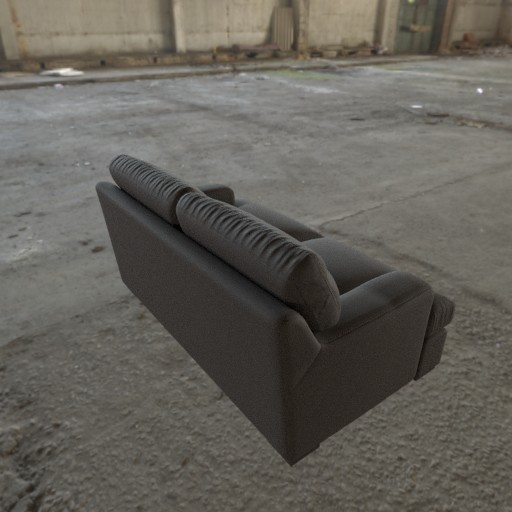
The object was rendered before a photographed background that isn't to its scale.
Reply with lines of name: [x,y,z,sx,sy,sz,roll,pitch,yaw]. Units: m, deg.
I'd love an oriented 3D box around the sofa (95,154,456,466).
sofa: [0.000,0.000,2.496,1.143,0.940,1.880,-19,33,-32]
